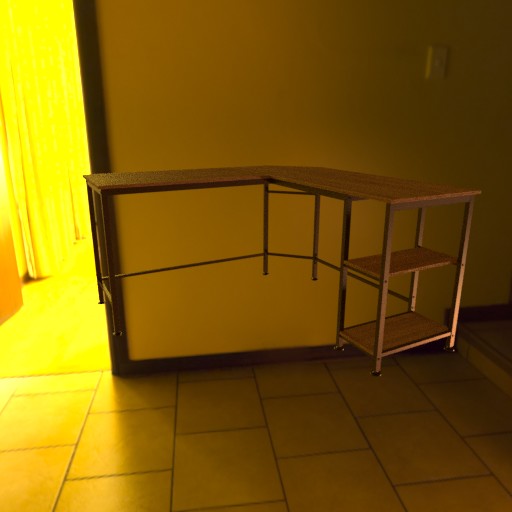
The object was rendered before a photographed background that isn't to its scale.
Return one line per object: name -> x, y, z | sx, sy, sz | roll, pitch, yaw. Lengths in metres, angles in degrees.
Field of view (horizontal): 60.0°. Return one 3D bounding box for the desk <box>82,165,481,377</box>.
desk -> 0.000, 0.000, 2.212 | 1.379, 0.739, 1.379 | -9, 19, -27
